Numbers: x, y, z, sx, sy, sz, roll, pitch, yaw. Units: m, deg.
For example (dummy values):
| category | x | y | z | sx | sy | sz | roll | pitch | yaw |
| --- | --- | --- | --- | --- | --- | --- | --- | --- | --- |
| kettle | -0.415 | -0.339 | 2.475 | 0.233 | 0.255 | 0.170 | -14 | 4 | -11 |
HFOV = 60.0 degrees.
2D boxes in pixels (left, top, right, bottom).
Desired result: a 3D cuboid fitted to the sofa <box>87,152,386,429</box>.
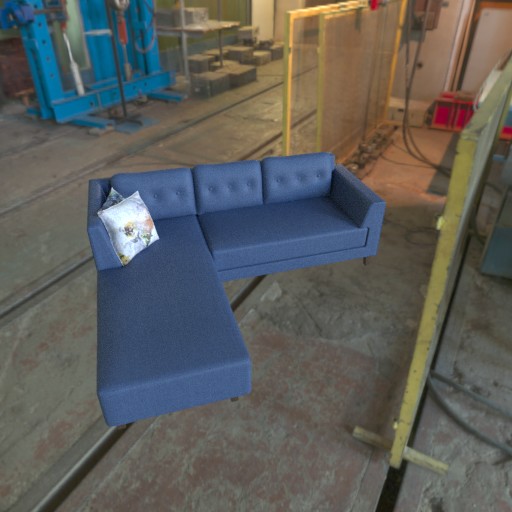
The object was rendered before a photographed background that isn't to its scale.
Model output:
| category | x | y | z | sx | sy | sz | roll | pitch | yaw |
| --- | --- | --- | --- | --- | --- | --- | --- | --- | --- |
| sofa | 0.000 | 0.000 | 3.066 | 2.120 | 0.787 | 1.829 | -9 | 35 | -14 |
